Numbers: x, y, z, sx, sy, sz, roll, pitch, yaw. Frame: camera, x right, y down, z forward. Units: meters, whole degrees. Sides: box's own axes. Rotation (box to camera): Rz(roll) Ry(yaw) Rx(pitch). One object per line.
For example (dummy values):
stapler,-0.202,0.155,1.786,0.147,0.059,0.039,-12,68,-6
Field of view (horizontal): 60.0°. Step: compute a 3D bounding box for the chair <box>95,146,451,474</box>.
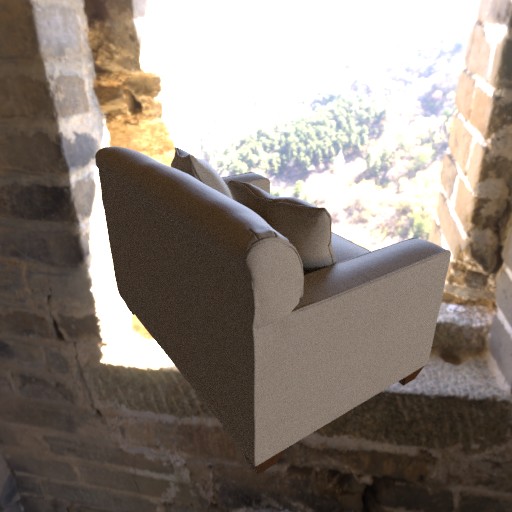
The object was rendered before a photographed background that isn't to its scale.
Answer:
chair,0.000,0.000,2.070,1.000,0.948,1.383,-17,31,-31
